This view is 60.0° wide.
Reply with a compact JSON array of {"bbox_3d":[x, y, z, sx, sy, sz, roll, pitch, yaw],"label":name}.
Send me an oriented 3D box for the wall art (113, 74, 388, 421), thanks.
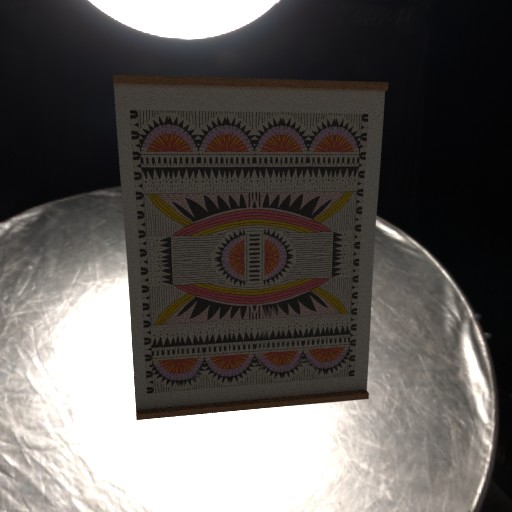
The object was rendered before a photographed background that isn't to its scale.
[{"bbox_3d":[0.000,0.000,0.707,0.403,0.527,0.028,-2,13,-9],"label":"wall art"}]
